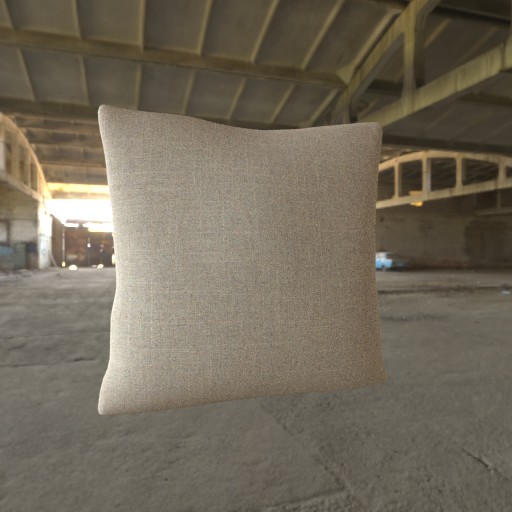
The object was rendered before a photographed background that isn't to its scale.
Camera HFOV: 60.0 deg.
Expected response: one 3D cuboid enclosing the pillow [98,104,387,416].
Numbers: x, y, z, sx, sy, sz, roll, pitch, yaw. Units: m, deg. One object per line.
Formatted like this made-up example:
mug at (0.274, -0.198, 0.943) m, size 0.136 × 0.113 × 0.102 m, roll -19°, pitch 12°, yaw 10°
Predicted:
pillow at (0.000, 0.000, 0.857) m, size 0.578 × 0.558 × 0.192 m, roll 0°, pitch 1°, yaw -17°
